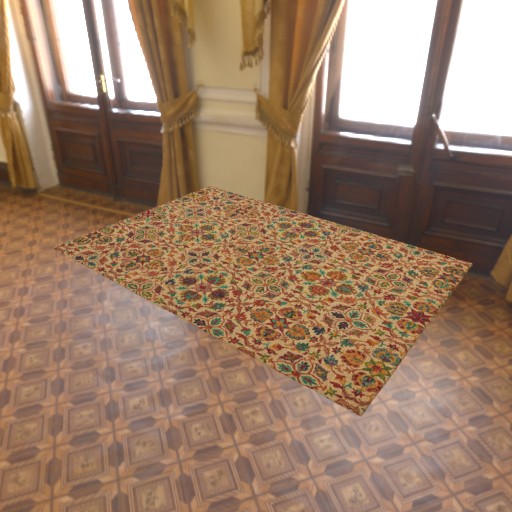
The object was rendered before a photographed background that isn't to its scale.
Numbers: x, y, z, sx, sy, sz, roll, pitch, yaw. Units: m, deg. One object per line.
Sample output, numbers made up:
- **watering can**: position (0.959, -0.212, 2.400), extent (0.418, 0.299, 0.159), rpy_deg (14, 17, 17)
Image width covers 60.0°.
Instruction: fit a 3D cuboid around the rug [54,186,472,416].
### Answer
- **rug**: position (0.000, 0.000, 2.913), extent (2.297, 0.018, 1.541), rpy_deg (21, 35, 33)
